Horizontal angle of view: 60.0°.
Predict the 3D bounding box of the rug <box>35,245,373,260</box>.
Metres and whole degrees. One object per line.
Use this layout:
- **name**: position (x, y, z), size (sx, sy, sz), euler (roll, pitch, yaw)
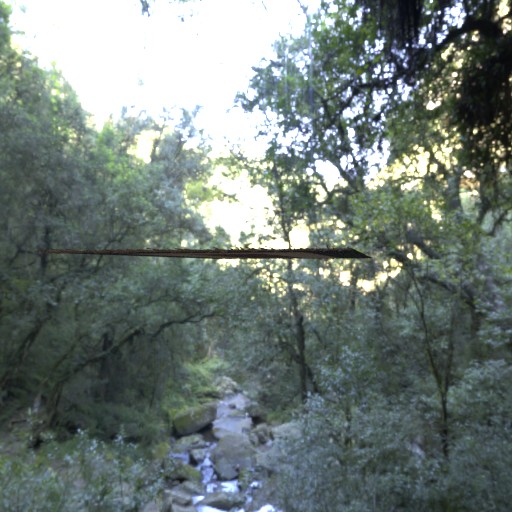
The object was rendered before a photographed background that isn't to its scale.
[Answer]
- **rug**: position (0.000, 0.000, 2.524), size (1.224, 0.027, 2.021), euler (0, -1, 17)
